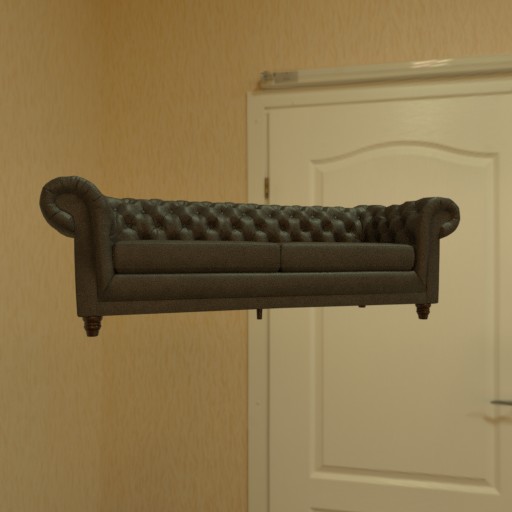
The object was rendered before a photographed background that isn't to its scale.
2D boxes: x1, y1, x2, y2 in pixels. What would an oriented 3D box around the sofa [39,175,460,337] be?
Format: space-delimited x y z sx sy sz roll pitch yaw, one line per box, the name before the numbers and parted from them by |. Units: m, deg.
sofa | 0.000 0.000 2.805 2.385 0.783 0.944 0 0 -18
